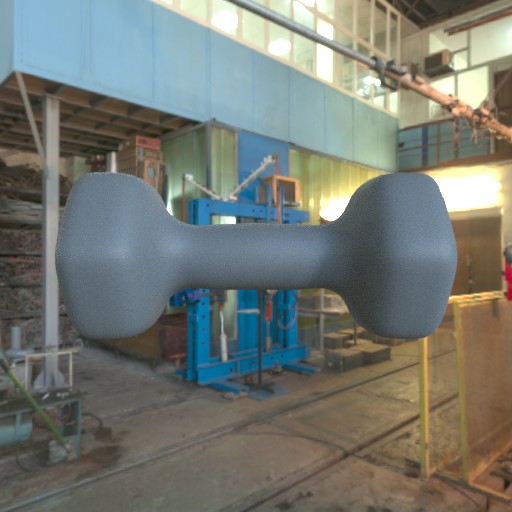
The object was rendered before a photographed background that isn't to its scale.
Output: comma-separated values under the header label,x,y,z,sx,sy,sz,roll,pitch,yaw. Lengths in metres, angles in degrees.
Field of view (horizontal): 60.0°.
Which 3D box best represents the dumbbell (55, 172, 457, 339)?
label,x,y,z,sx,sy,sz,roll,pitch,yaw
dumbbell,0.000,0.000,0.228,0.184,0.081,0.090,0,0,0
